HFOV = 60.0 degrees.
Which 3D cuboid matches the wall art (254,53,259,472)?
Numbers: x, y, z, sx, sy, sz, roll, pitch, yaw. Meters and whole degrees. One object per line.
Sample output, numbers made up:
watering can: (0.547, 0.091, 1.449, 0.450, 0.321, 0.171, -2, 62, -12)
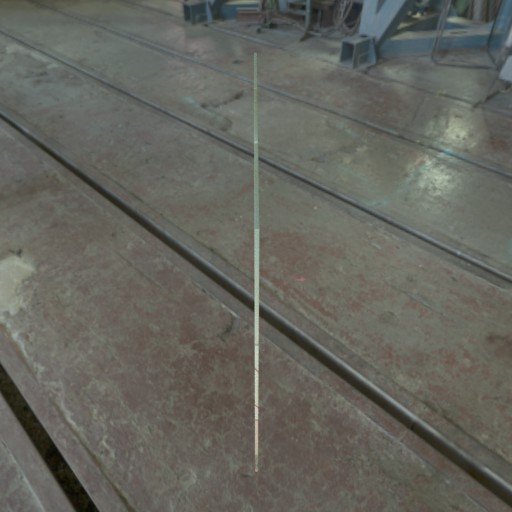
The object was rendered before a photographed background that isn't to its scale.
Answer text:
wall art: (0.000, 0.000, 2.271, 0.013, 1.523, 1.517, 0, 41, 0)
